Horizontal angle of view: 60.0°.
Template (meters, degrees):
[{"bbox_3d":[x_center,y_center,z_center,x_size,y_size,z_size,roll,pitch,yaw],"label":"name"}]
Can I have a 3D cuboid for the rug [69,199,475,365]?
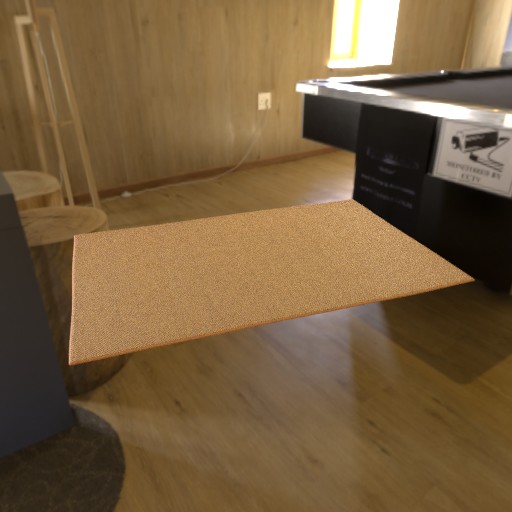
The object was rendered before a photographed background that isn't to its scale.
[{"bbox_3d":[0.000,0.000,2.150,1.678,0.013,1.078,-9,29,-17],"label":"rug"}]
